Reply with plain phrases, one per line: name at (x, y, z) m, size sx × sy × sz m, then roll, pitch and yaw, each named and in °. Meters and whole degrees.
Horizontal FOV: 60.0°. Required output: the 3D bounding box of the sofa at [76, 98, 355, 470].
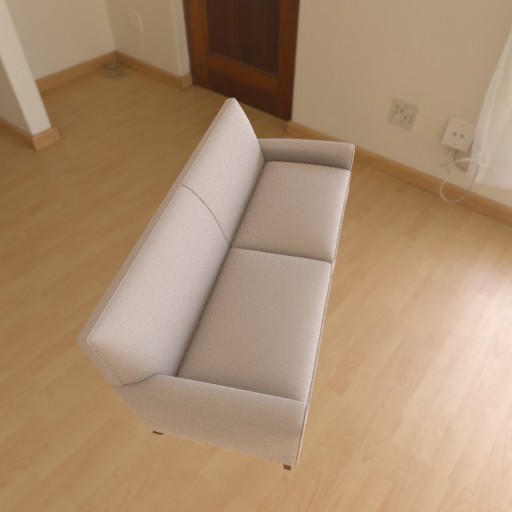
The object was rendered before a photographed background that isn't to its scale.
sofa at (0.000, 0.000, 2.462) m, size 0.875 × 0.846 × 2.000 m, roll 10°, pitch 47°, yaw 10°
